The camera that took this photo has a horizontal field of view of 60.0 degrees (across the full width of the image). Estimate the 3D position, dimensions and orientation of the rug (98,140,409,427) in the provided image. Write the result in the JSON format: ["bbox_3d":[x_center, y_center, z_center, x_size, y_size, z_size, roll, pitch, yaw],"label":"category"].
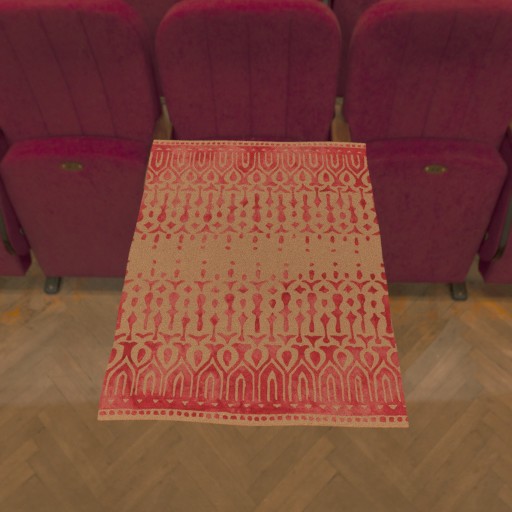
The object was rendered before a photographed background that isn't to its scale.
[{"bbox_3d":[0.000,0.000,4.250,2.441,0.016,3.095,1,58,1],"label":"rug"}]
